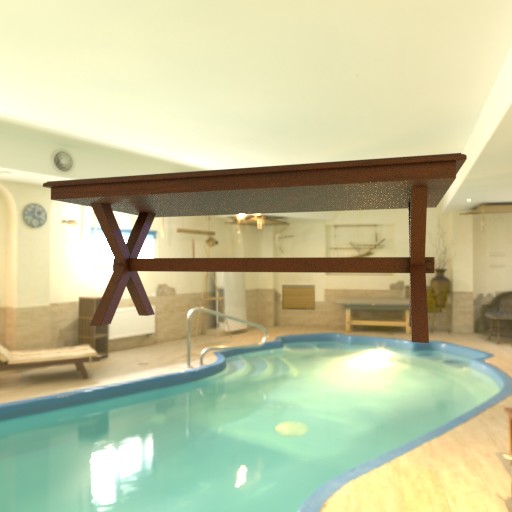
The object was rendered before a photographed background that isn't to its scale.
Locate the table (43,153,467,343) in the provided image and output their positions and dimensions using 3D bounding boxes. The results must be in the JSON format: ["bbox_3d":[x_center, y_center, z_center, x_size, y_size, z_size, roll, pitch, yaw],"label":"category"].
[{"bbox_3d":[0.000,0.000,1.471,1.197,0.459,0.594,0,-1,18],"label":"table"}]
